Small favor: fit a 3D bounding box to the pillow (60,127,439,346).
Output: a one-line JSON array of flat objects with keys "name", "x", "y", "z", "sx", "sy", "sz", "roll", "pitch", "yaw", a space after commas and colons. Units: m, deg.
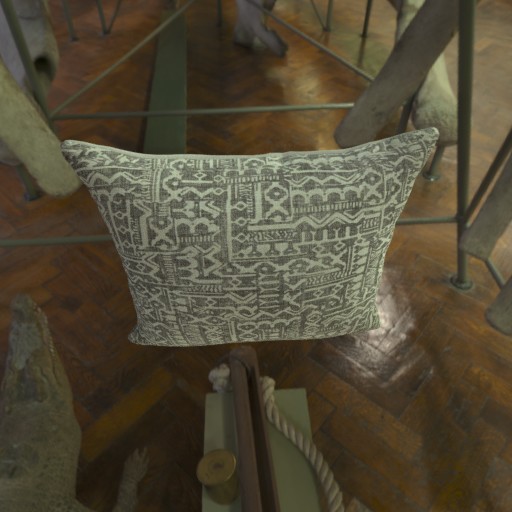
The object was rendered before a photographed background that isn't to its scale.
[{"name": "pillow", "x": 0.000, "y": 0.000, "z": 0.793, "sx": 0.546, "sy": 0.487, "sz": 0.180, "roll": -3, "pitch": 45, "yaw": -3}]
